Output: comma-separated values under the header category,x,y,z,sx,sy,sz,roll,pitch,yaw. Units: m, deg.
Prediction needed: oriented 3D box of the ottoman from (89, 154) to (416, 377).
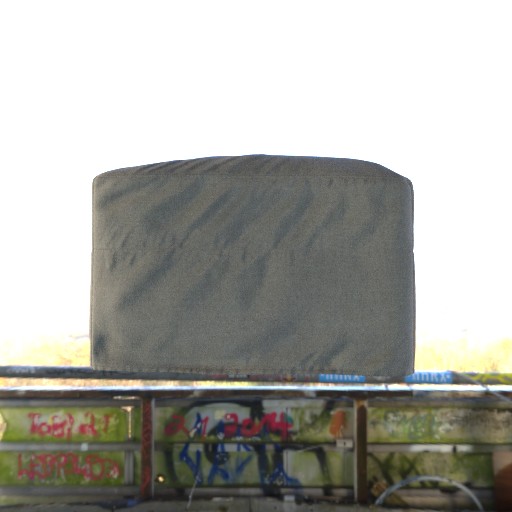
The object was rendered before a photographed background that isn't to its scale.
category,x,y,z,sx,sy,sz,roll,pitch,yaw
ottoman,0.000,0.000,1.264,0.683,0.481,0.837,0,-1,1
